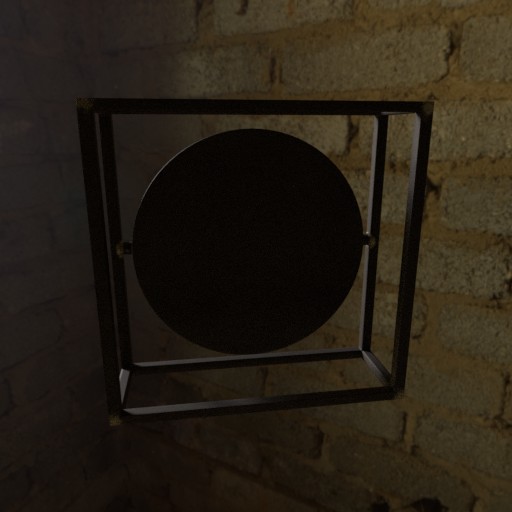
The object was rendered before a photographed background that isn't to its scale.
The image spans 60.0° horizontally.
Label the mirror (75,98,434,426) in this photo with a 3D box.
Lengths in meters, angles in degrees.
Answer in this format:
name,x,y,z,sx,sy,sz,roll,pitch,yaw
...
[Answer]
name,x,y,z,sx,sy,sz,roll,pitch,yaw
mirror,0.000,0.000,0.465,0.306,0.303,0.107,-2,16,-8
